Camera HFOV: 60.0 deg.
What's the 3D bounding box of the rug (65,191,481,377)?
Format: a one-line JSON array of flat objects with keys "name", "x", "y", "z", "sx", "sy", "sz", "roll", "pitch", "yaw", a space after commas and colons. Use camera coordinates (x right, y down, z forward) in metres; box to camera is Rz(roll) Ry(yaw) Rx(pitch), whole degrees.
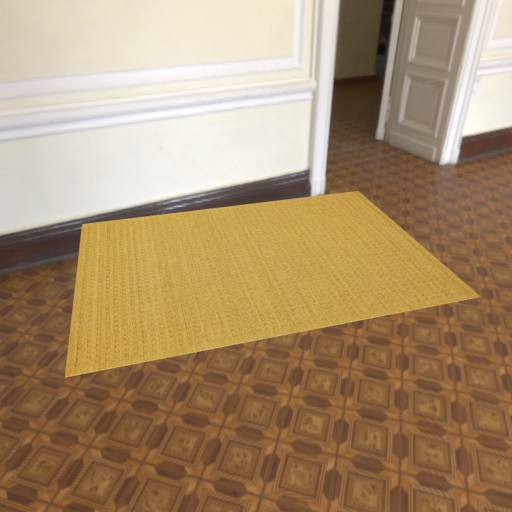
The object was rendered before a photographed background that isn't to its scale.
[{"name": "rug", "x": 0.000, "y": 0.000, "z": 3.756, "sx": 2.895, "sy": 0.006, "sz": 1.981, "roll": -8, "pitch": 33, "yaw": -13}]
